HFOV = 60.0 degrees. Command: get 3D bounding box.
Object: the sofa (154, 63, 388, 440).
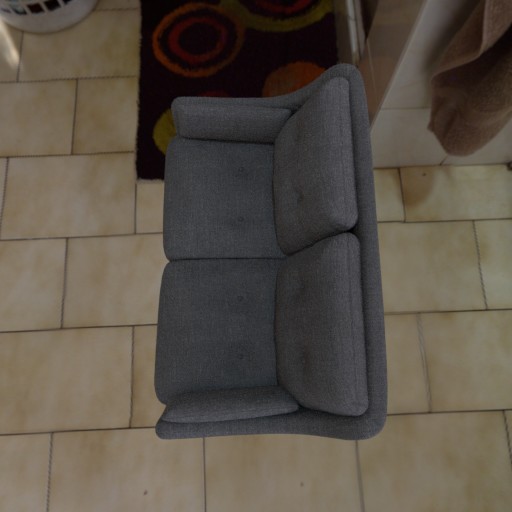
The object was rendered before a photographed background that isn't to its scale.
[{"bbox_3d":[0.000,0.000,2.165,0.976,0.887,1.646,0,76,0],"label":"sofa"}]
